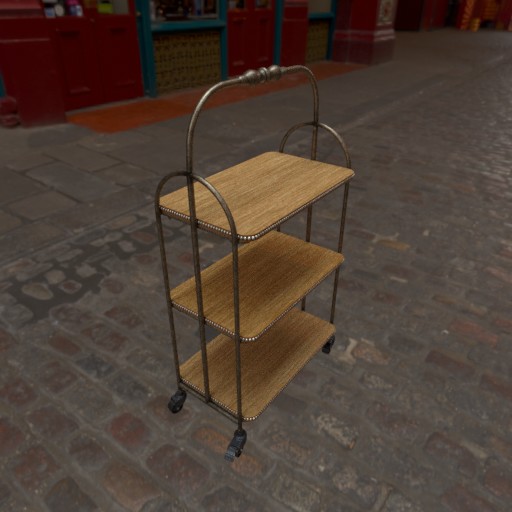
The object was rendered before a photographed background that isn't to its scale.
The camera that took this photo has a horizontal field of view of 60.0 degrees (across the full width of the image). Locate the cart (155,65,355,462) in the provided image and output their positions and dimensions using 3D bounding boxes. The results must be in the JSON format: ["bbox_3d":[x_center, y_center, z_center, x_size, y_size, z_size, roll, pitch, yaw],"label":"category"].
[{"bbox_3d":[0.000,0.000,1.338,0.330,1.052,0.650,21,37,31],"label":"cart"}]
